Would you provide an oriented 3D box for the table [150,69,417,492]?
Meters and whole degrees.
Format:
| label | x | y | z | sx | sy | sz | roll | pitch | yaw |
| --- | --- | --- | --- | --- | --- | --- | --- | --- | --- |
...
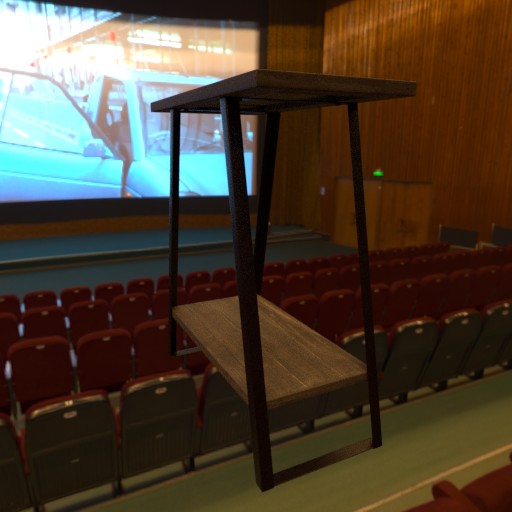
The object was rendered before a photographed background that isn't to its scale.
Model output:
| label | x | y | z | sx | sy | sz | roll | pitch | yaw |
| --- | --- | --- | --- | --- | --- | --- | --- | --- | --- |
| table | 0.000 | 0.000 | 1.018 | 0.300 | 0.701 | 0.599 | -7 | 16 | -26 |
